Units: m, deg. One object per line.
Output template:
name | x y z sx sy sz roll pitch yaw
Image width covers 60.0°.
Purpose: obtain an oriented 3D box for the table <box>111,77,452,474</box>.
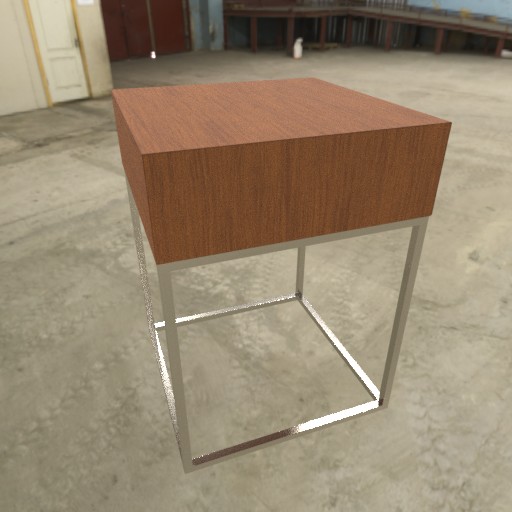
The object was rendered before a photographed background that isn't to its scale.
table | 0.000 0.000 0.814 0.398 0.540 0.397 -11 32 -17
